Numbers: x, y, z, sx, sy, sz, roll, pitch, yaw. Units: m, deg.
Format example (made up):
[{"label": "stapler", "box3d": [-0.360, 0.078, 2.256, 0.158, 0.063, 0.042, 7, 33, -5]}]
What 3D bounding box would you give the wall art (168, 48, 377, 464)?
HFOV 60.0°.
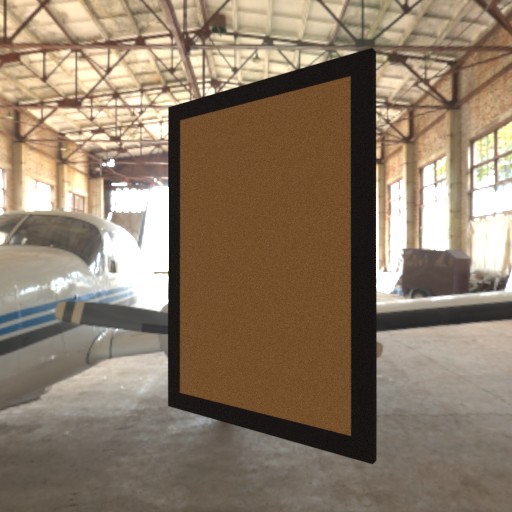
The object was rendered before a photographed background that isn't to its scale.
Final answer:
[{"label": "wall art", "box3d": [0.000, 0.000, 0.685, 0.380, 0.534, 0.013, 0, 0, 36]}]
